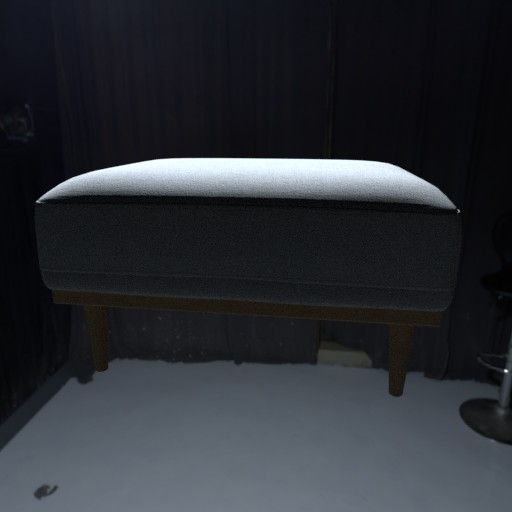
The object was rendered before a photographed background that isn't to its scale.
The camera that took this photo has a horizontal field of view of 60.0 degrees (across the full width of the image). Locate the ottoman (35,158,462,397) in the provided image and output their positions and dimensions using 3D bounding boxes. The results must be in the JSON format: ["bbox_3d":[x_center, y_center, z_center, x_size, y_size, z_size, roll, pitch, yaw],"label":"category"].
[{"bbox_3d":[0.000,0.000,1.024,0.749,0.428,0.549,2,16,8],"label":"ottoman"}]
